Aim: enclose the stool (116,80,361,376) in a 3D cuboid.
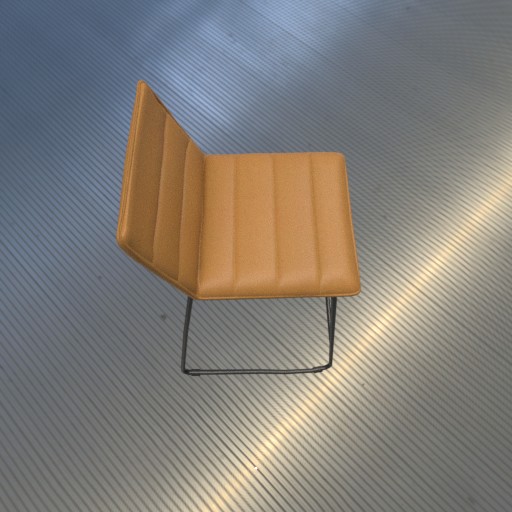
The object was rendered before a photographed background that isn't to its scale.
[{"bbox_3d":[0.000,0.000,1.253,0.524,0.936,0.489,-1,64,0],"label":"stool"}]
